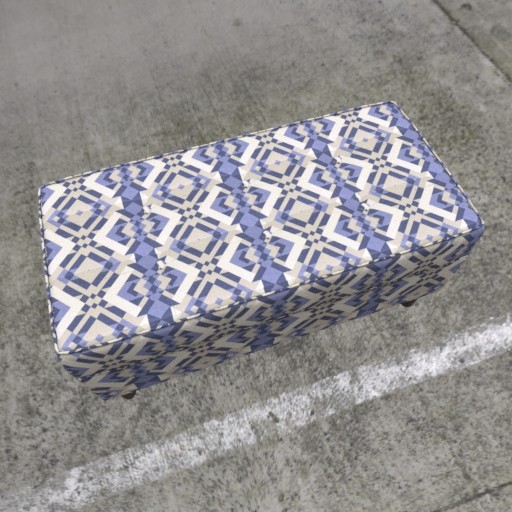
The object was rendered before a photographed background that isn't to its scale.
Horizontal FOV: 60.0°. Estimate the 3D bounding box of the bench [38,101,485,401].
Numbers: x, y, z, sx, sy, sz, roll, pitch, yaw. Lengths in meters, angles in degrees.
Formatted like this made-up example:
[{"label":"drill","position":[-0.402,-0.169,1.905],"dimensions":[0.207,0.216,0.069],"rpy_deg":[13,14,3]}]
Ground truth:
[{"label":"bench","position":[0.000,0.000,1.265],"dimensions":[1.016,0.477,0.492],"rpy_deg":[-16,60,-10]}]
